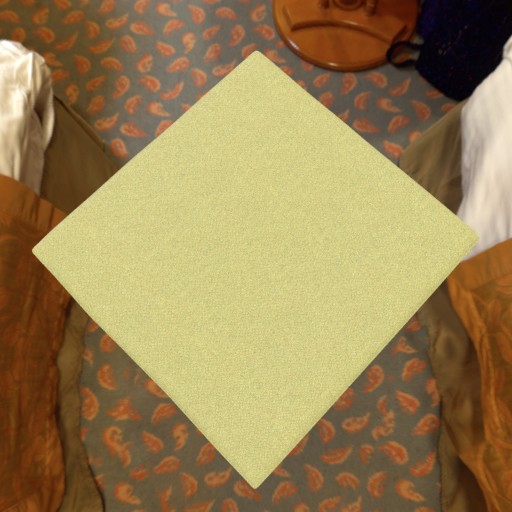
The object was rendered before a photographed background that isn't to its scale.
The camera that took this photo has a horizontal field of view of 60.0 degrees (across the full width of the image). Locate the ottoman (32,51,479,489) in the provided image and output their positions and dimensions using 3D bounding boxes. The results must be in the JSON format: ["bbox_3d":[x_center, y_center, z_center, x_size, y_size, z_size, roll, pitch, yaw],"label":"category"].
[{"bbox_3d":[0.000,0.000,1.504,0.968,0.379,1.004,43,80,9],"label":"ottoman"}]
